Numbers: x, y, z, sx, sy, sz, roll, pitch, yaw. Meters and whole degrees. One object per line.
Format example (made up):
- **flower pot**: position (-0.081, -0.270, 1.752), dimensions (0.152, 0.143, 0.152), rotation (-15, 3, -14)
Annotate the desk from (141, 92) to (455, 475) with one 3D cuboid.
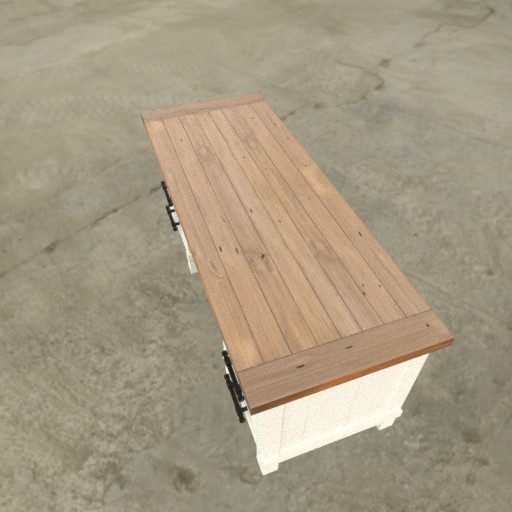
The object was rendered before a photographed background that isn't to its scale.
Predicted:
- **desk**: position (0.000, 0.000, 2.190), dimensions (0.688, 0.760, 1.803), rotation (-15, 48, -14)
